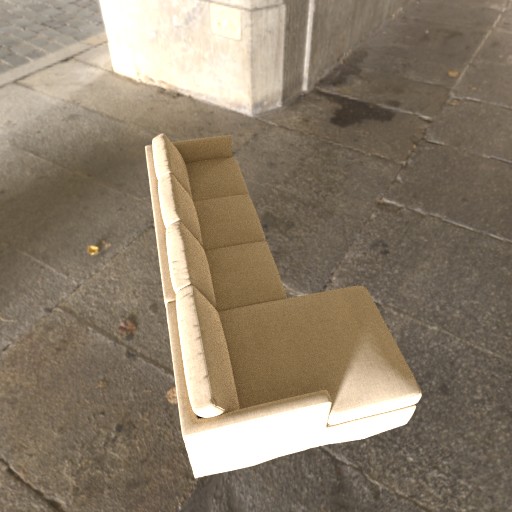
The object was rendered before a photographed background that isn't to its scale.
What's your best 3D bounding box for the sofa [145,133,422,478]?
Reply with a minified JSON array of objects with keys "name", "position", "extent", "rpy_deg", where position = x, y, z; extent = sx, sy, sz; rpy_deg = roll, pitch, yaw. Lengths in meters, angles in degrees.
[{"name":"sofa","position":[0.000,0.000,3.940],"extent":[1.650,0.922,3.205],"rpy_deg":[-10,47,-9]}]
